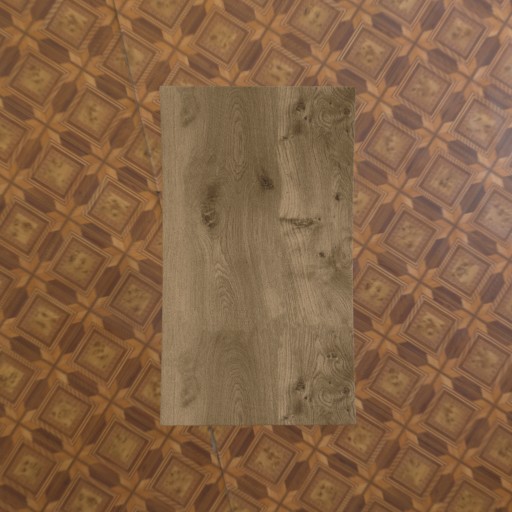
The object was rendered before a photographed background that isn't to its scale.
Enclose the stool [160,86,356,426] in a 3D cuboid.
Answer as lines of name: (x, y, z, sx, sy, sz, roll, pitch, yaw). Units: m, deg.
stool: (0.000, 0.000, 0.890, 0.330, 0.635, 0.450, 0, 90, -1)
